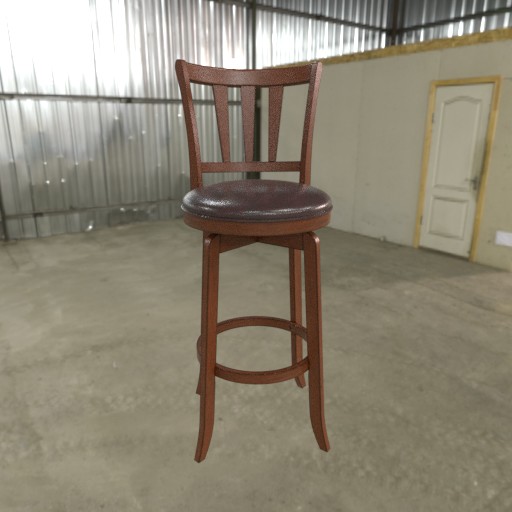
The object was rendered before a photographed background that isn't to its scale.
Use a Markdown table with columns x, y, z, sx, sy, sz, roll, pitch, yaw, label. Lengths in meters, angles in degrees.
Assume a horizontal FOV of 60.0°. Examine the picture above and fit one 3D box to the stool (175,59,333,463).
| x | y | z | sx | sy | sz | roll | pitch | yaw | label |
| --- | --- | --- | --- | --- | --- | --- | --- | --- | --- |
| 0.000 | 0.000 | 1.404 | 0.464 | 1.177 | 0.503 | -2 | 17 | -6 | stool |
